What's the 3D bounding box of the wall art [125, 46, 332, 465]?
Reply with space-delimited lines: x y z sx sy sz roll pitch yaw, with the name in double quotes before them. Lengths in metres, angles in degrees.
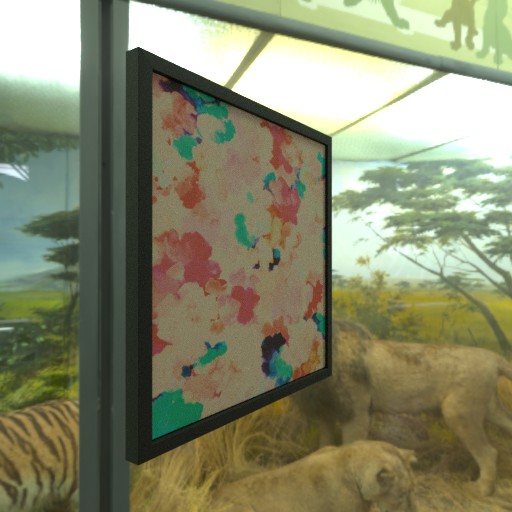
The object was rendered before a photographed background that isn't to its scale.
"wall art" 0.000 0.000 0.448 0.015 0.304 0.306 0 0 37
